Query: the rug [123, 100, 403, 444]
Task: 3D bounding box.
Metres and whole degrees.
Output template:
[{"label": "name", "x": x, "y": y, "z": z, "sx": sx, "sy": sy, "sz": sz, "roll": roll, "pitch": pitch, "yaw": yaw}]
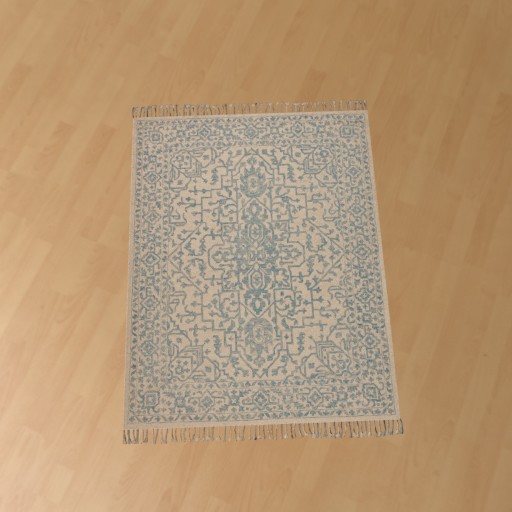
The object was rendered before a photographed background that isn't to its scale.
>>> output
[{"label": "rug", "x": 0.000, "y": 0.000, "z": 4.252, "sx": 2.464, "sy": 0.010, "sz": 3.327, "roll": -2, "pitch": 76, "yaw": 0}]
